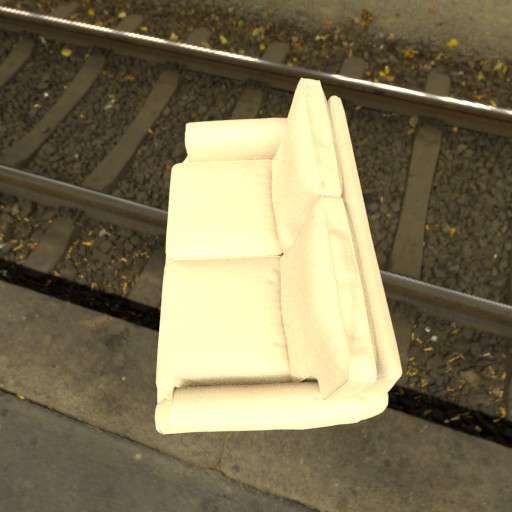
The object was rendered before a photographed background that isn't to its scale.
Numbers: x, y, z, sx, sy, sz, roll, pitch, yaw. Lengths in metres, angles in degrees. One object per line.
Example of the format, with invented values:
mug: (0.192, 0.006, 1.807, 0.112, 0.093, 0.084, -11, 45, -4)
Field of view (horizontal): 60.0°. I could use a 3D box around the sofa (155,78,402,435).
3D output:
sofa: (0.000, 0.000, 2.177, 0.964, 0.937, 1.665, -2, 58, -1)
